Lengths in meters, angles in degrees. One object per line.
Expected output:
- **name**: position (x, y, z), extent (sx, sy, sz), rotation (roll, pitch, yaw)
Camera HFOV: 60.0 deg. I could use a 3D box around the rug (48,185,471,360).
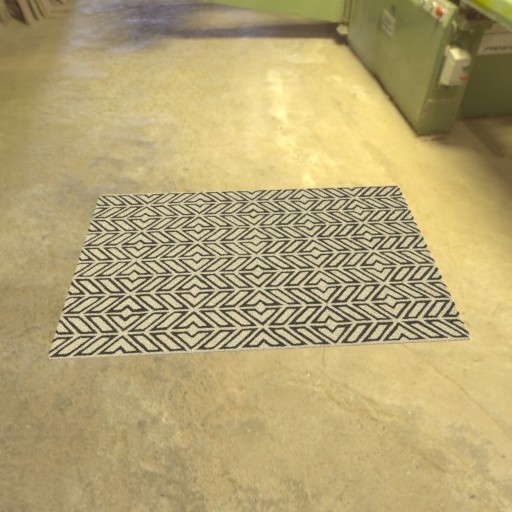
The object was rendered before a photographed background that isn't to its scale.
- **rug**: position (0.000, 0.000, 3.073), extent (2.438, 0.008, 1.523), rotation (-2, 45, -2)
